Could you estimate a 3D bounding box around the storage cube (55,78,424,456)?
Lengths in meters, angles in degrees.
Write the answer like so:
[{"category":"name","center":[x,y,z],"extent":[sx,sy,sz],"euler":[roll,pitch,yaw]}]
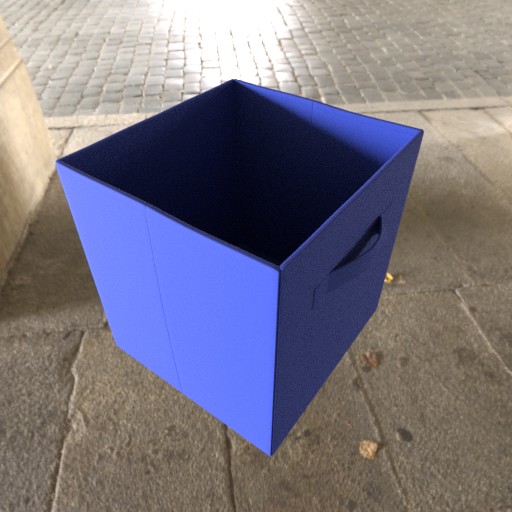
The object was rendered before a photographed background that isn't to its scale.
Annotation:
[{"category":"storage cube","center":[0.000,0.000,0.519],"extent":[0.270,0.280,0.270],"euler":[26,48,26]}]
